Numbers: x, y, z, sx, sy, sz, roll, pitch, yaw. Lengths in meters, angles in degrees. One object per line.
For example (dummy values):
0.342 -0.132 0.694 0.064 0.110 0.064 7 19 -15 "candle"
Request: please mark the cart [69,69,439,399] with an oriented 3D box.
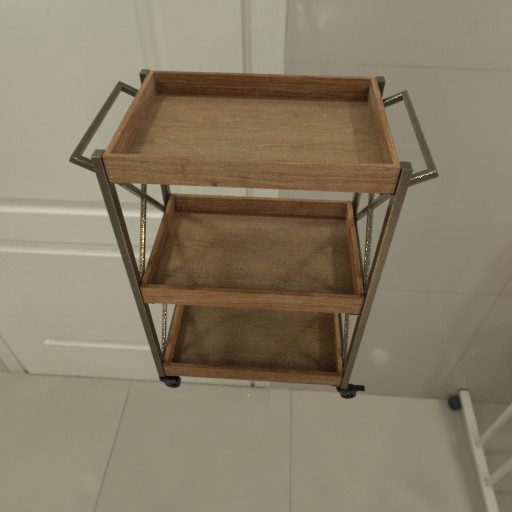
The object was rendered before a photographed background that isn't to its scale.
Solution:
0.000 0.000 1.192 0.673 0.835 0.377 3 46 3 "cart"
